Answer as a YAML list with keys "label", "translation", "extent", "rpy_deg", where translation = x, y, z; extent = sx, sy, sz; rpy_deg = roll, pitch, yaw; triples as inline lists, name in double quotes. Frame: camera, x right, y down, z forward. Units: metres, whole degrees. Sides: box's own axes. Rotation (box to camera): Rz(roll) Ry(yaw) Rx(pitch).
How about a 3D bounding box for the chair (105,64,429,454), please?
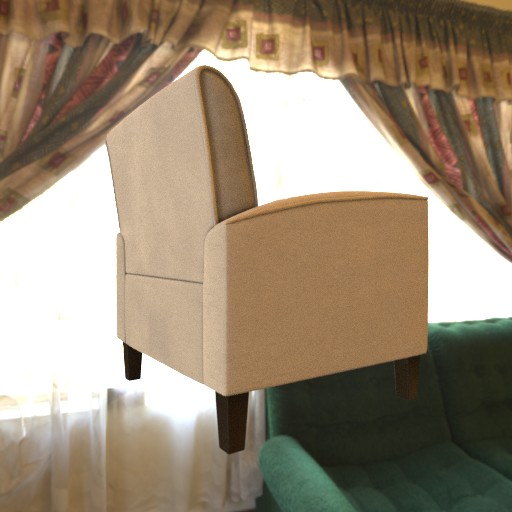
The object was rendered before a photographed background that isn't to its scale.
- label: "chair"
  translation: [0.000, 0.000, 1.523]
  extent: [0.821, 0.915, 0.820]
  rpy_deg: [0, 1, -34]
